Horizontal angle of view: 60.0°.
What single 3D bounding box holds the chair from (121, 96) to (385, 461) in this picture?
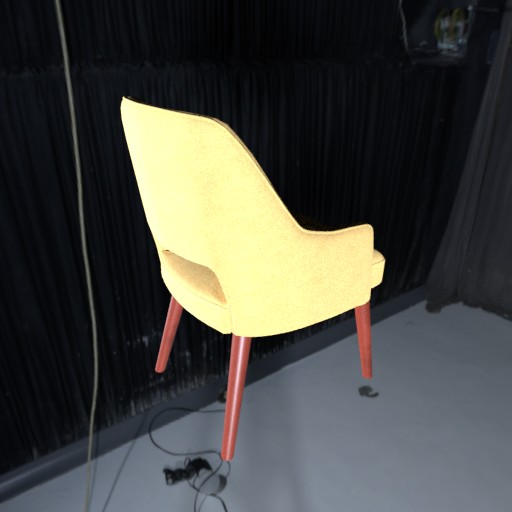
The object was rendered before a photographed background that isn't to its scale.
[{"bbox_3d":[0.000,0.000,1.222,0.605,0.849,0.548,-18,32,-31],"label":"chair"}]
